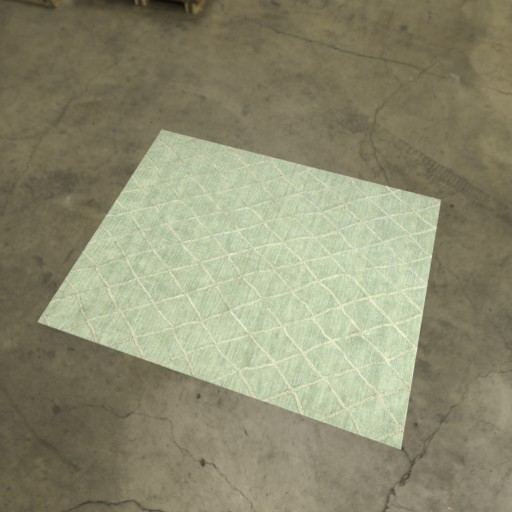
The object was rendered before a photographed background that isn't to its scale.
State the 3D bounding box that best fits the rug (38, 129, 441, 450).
[{"bbox_3d":[0.000,0.000,4.049,3.039,0.019,2.420,16,60,10],"label":"rug"}]
